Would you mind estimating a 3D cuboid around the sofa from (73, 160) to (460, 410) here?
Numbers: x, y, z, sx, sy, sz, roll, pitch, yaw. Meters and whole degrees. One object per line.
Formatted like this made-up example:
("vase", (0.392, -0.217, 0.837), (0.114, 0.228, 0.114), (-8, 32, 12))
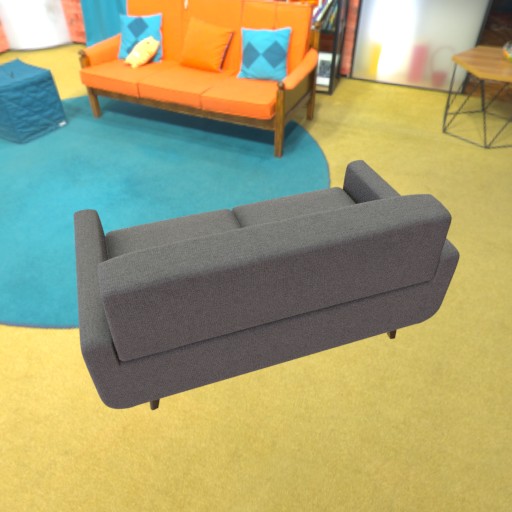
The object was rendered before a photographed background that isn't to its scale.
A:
("sofa", (0.000, 0.000, 2.183), (1.631, 0.841, 0.909), (-13, 43, -14))
